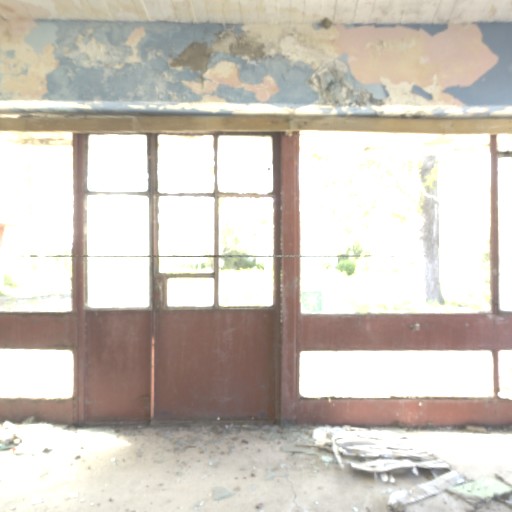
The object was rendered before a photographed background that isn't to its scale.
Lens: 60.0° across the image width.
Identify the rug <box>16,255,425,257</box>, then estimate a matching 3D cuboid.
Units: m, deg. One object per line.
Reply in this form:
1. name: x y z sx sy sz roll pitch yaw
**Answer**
1. rug: 0.000 0.000 2.995 1.526 0.008 2.441 0 0 37
